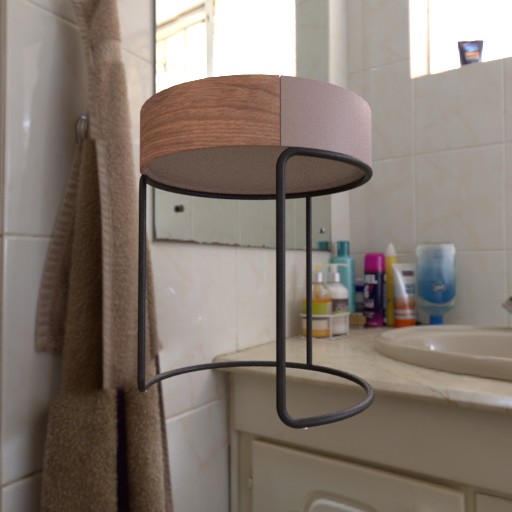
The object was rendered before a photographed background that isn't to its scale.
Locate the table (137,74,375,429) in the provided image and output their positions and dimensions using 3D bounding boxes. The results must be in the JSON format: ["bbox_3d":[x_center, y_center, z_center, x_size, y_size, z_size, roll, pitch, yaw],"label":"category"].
[{"bbox_3d":[0.000,0.000,0.877,0.450,0.530,0.450,0,-2,0],"label":"table"}]
